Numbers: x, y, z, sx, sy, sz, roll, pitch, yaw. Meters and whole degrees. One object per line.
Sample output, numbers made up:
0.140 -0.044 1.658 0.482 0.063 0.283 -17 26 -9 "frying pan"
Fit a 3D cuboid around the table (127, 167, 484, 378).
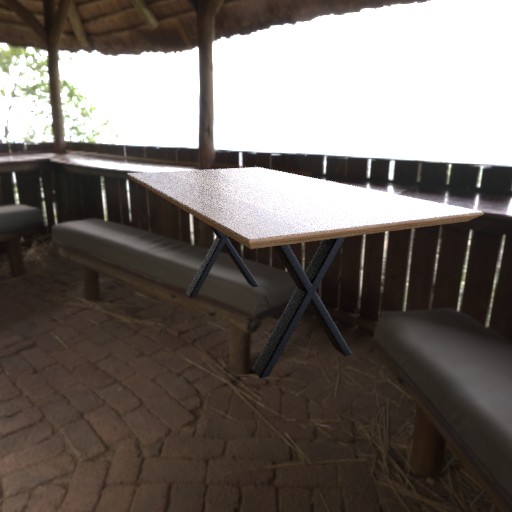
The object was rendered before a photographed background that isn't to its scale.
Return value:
0.000 0.000 2.482 1.000 0.770 2.000 -8 18 -24 "table"
